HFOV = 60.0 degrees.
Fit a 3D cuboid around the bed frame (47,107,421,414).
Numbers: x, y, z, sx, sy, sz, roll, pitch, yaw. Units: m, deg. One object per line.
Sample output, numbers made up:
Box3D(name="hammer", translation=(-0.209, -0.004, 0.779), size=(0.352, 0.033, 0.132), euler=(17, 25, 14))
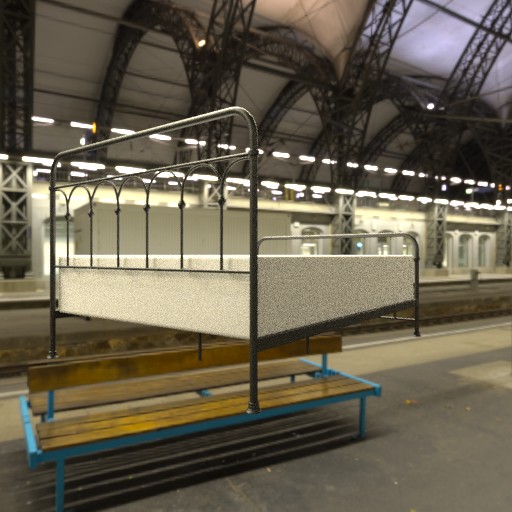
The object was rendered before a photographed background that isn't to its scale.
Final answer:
Box3D(name="bed frame", translation=(0.000, 0.000, 3.160), size=(1.664, 1.276, 2.203), euler=(0, 0, 37))
